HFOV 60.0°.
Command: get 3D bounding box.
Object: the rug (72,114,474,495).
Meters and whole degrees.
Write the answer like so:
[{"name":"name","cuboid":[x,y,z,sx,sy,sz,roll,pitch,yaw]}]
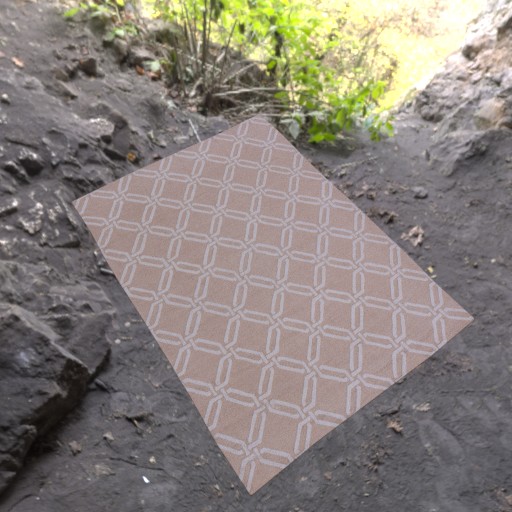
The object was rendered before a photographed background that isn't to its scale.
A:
[{"name":"rug","cuboid":[0.000,0.000,4.311,2.452,0.020,3.365,-30,62,-18]}]
